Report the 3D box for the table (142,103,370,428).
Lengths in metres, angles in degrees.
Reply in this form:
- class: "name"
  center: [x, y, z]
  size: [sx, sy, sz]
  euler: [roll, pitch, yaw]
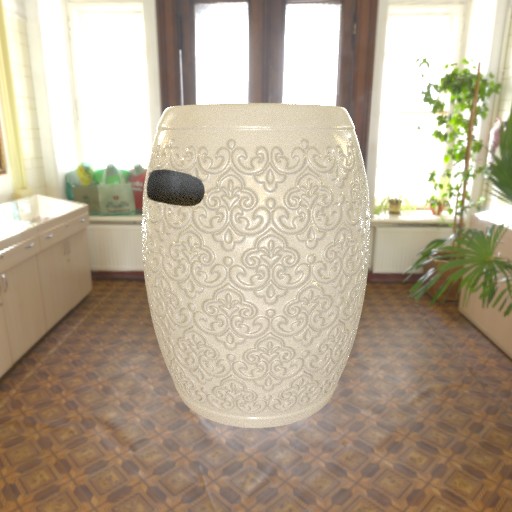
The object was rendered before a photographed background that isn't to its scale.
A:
- class: "table"
  center: [0.000, 0.000, 0.625]
  size: [0.309, 0.397, 0.309]
  euler: [0, 16, 0]
